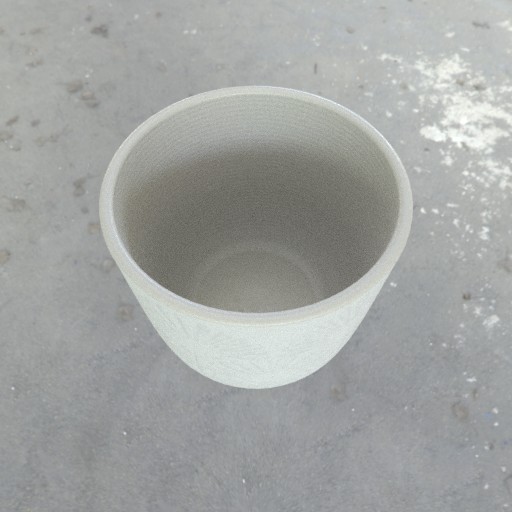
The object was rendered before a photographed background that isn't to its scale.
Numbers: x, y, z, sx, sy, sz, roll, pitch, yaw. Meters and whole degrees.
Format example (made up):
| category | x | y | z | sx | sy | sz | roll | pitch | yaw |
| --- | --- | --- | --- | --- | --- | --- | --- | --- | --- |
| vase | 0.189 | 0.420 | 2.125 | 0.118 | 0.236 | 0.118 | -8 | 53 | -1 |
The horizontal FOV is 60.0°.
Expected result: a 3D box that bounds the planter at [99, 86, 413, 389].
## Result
| category | x | y | z | sx | sy | sz | roll | pitch | yaw |
| --- | --- | --- | --- | --- | --- | --- | --- | --- | --- |
| planter | 0.000 | 0.000 | 0.222 | 0.124 | 0.109 | 0.124 | 0 | 57 | 0 |
